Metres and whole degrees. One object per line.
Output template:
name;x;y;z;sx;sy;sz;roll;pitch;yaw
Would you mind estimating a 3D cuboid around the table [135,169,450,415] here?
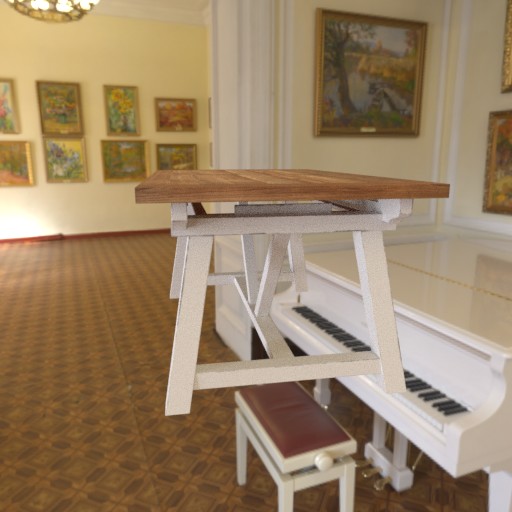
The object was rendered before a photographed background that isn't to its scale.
table;0.000;0.000;2.059;0.922;0.743;1.503;-2;13;-10
